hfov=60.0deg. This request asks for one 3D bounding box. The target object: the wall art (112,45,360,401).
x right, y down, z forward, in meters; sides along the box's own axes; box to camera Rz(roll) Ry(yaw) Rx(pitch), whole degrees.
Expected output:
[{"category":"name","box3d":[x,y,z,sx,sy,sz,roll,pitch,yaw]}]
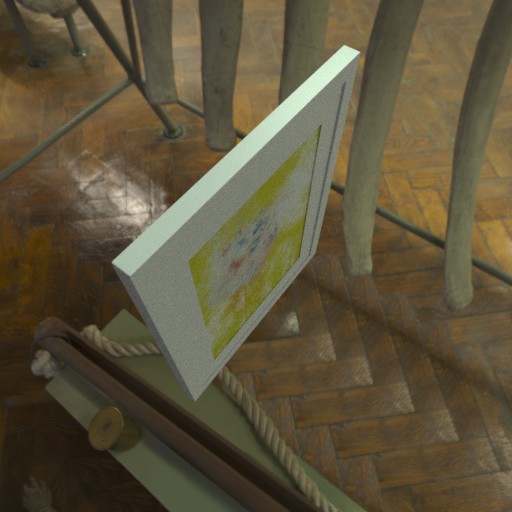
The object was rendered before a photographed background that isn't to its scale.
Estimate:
[{"category":"wall art","box3d":[0.000,0.000,0.779,0.028,0.556,0.454,33,65,18]}]
